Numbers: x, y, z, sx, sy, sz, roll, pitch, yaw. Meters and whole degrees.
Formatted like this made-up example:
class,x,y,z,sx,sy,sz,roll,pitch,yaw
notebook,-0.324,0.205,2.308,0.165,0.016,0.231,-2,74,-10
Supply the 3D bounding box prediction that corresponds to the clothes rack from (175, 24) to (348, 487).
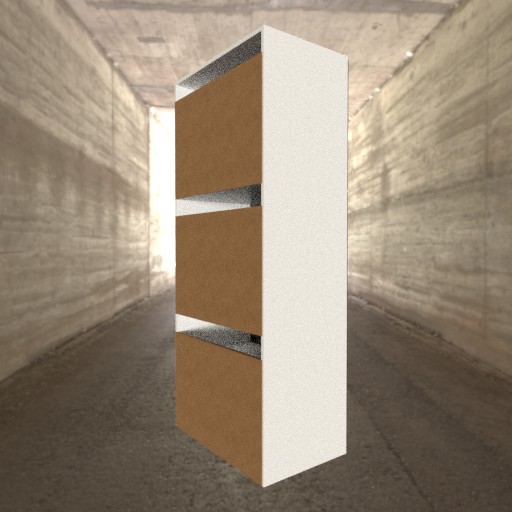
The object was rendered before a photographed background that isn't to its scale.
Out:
class,x,y,z,sx,sy,sz,roll,pitch,yaw
clothes rack,0.000,0.000,1.433,0.330,1.187,0.500,-1,1,-37
